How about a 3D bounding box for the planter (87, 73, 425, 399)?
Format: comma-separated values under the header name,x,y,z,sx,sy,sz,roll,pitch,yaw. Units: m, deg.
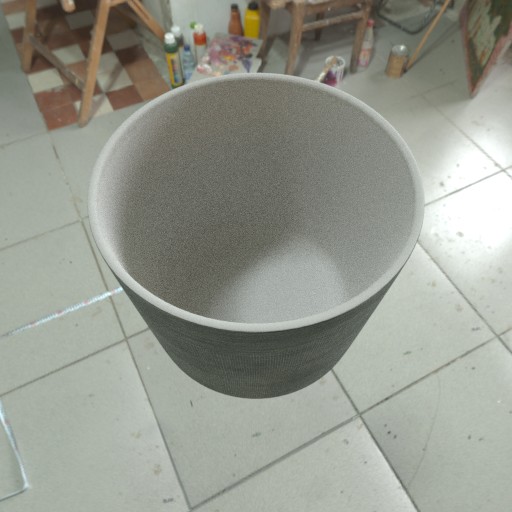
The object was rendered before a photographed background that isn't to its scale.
name,x,y,z,sx,sy,sz,roll,pitch,yaw
planter,0.000,0.000,0.756,0.440,0.398,0.440,0,58,0
